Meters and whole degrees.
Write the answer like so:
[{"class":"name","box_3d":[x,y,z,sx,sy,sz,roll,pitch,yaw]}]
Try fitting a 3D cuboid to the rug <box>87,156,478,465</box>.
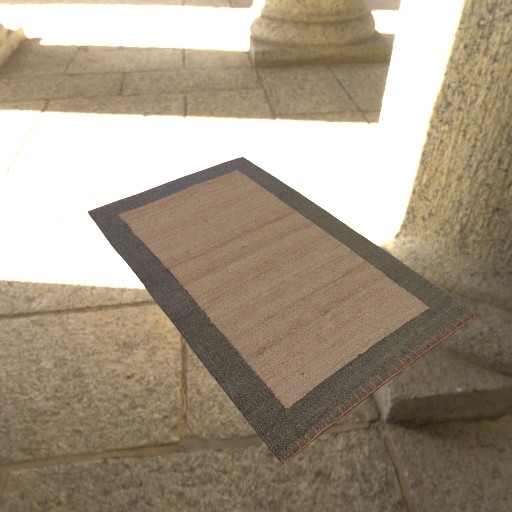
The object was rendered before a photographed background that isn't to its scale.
[{"class":"rug","box_3d":[0.000,0.000,3.044,1.521,0.006,2.435,-26,47,-26]}]
